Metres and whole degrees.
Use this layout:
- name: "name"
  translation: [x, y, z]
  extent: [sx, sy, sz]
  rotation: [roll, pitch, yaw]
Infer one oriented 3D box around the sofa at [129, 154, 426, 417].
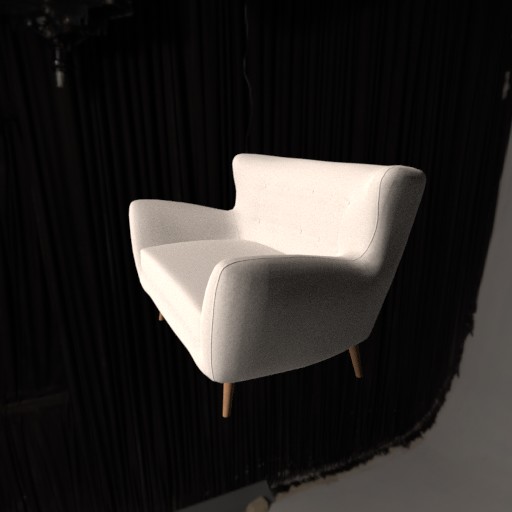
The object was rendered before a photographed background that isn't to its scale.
- name: "sofa"
  translation: [0.000, 0.000, 2.055]
  extent: [0.921, 0.878, 1.424]
  rotation: [-7, 17, -24]
